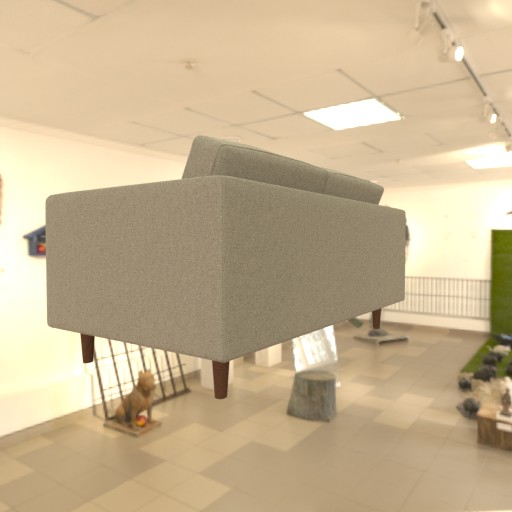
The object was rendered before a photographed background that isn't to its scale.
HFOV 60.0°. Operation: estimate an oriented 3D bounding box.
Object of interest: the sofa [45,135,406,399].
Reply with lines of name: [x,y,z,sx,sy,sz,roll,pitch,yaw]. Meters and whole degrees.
sofa: [0.000,0.000,2.272,1.000,0.900,1.731,1,2,35]
